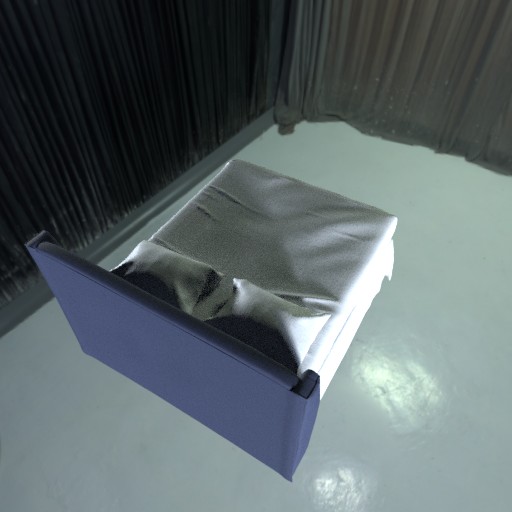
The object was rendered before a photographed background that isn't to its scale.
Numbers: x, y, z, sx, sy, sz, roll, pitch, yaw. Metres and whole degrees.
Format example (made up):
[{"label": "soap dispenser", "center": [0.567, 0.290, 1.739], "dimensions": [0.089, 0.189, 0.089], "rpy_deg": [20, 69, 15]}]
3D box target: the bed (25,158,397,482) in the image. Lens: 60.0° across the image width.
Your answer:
[{"label": "bed", "center": [0.000, 0.000, 3.444], "dimensions": [1.925, 1.332, 2.276], "rpy_deg": [24, 52, 20]}]
